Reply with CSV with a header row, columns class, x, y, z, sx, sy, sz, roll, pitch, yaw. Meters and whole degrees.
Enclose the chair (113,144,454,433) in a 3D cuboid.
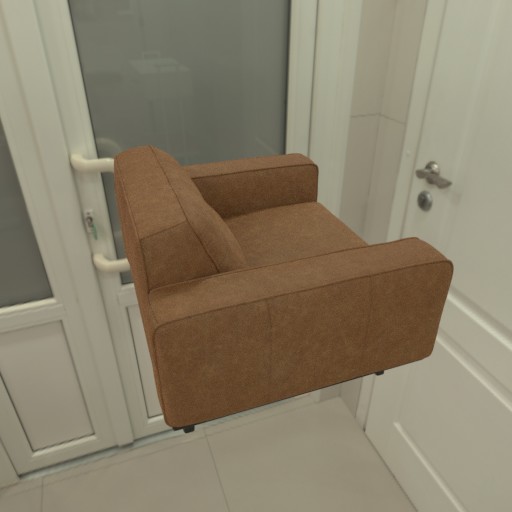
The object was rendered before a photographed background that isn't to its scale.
class,x,y,z,sx,sy,sz,roll,pitch,yaw
chair,0.000,0.000,1.748,0.952,0.782,1.118,-11,33,-17
